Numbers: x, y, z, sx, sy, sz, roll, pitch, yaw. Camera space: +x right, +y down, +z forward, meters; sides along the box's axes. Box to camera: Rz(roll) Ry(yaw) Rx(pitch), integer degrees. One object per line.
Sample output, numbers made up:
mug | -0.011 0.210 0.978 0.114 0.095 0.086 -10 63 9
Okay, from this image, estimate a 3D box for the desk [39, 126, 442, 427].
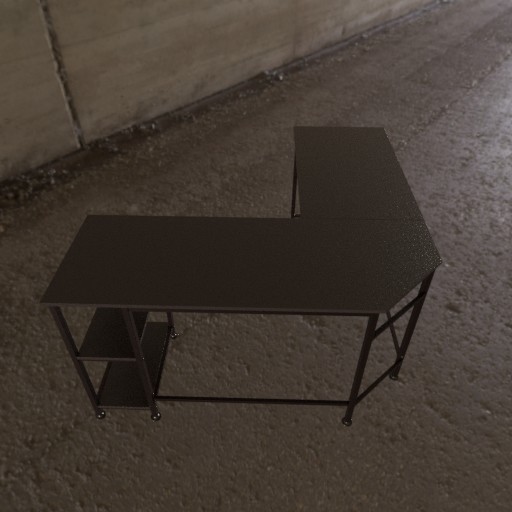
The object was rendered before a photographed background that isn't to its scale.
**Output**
desk | 0.000 0.000 2.196 1.379 0.739 1.379 1 41 1
